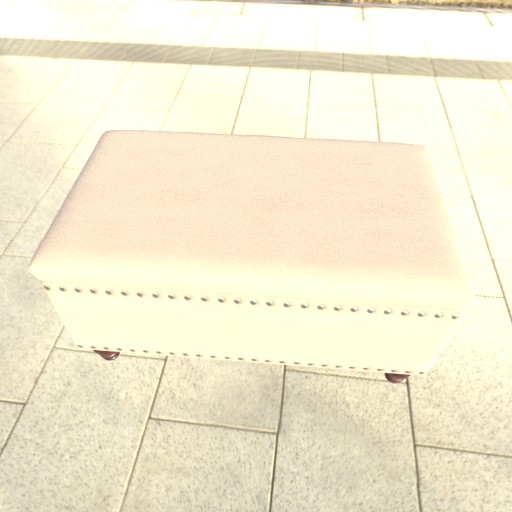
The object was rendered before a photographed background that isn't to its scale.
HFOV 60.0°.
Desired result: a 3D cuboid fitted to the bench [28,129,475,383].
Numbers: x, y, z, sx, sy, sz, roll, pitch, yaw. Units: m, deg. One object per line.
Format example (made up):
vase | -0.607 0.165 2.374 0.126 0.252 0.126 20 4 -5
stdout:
bench | 0.000 0.000 1.174 0.887 0.449 0.500 4 48 3
